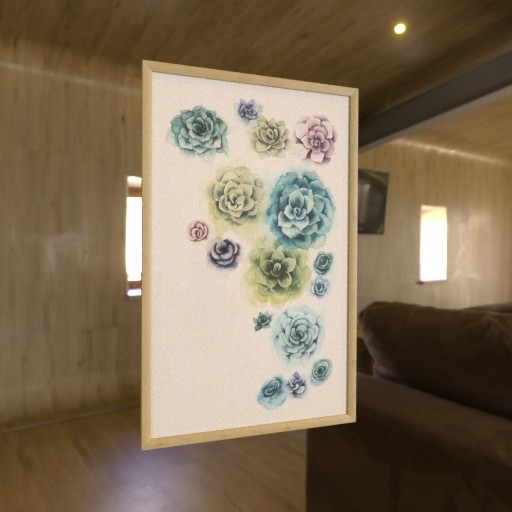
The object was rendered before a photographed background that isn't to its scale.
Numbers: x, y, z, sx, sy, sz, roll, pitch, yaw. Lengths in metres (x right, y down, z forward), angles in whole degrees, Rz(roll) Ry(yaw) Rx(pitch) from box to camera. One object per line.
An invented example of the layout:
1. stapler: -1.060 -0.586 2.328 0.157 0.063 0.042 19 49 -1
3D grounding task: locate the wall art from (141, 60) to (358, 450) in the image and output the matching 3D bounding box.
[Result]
1. wall art: 0.000 0.000 1.012 0.510 0.810 0.039 0 0 -18
